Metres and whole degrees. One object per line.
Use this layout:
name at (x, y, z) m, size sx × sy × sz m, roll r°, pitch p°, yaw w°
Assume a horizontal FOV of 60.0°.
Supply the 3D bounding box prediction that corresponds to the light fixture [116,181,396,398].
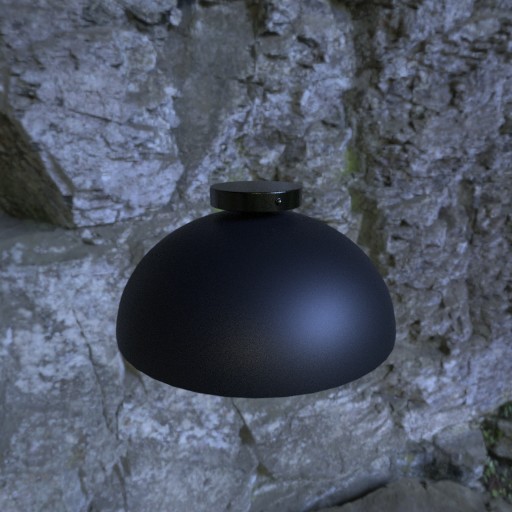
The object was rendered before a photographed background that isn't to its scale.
light fixture at (0.000, 0.000, 0.563) m, size 0.355 × 0.177 × 0.355 m, roll 0°, pitch 16°, yaw 0°
